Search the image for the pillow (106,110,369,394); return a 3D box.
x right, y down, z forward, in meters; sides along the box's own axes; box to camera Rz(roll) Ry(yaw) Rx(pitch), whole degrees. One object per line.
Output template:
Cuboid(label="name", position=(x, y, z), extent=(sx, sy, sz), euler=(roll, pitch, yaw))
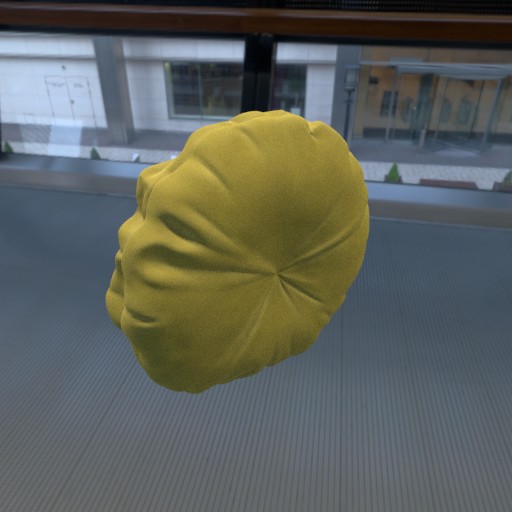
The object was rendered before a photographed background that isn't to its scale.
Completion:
Cuboid(label="pillow", position=(0.000, 0.000, 0.646), extent=(0.428, 0.407, 0.148), euler=(-20, 36, -30))
